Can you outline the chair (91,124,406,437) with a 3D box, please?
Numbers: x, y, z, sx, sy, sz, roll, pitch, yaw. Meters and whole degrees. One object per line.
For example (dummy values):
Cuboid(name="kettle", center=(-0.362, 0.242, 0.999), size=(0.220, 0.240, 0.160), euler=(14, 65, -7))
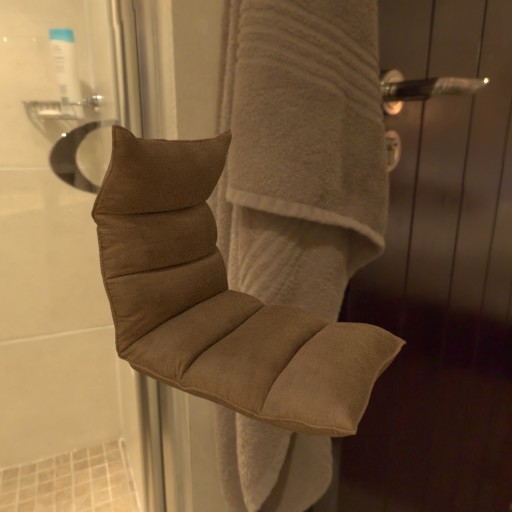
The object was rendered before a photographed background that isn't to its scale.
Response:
Cuboid(name="chair", center=(0.000, 0.000, 1.580), size=(0.985, 0.892, 0.714), euler=(8, 17, 28))
